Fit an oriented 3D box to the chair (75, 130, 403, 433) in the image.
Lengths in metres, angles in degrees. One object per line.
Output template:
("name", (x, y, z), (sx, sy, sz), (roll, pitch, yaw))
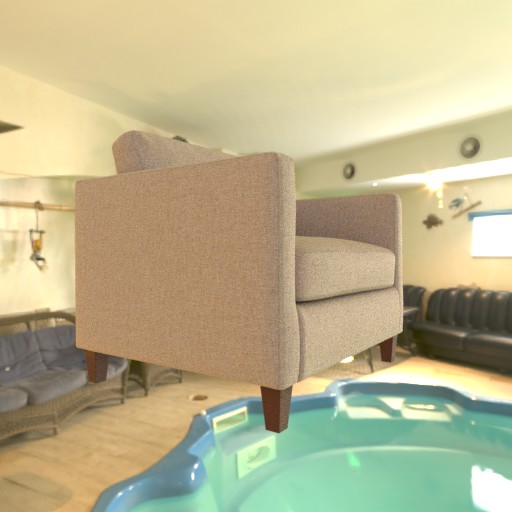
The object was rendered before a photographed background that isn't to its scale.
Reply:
("chair", (0.000, 0.000, 1.852), (0.959, 0.961, 1.107), (0, 0, 35))
